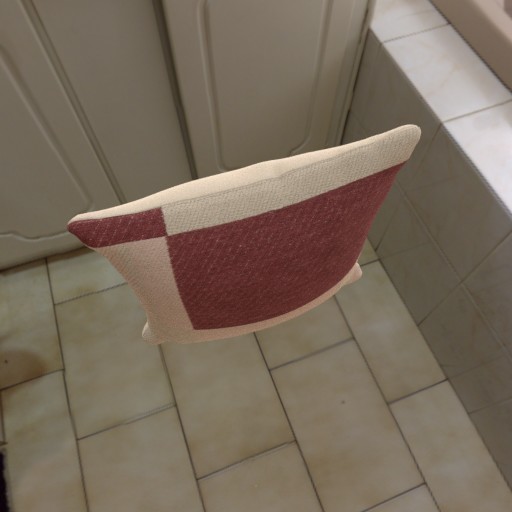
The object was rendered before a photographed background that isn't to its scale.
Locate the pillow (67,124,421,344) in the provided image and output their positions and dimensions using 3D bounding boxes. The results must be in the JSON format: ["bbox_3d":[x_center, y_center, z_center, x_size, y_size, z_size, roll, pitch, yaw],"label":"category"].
[{"bbox_3d":[0.000,0.000,0.821,0.536,0.506,0.229,-16,64,-8],"label":"pillow"}]
